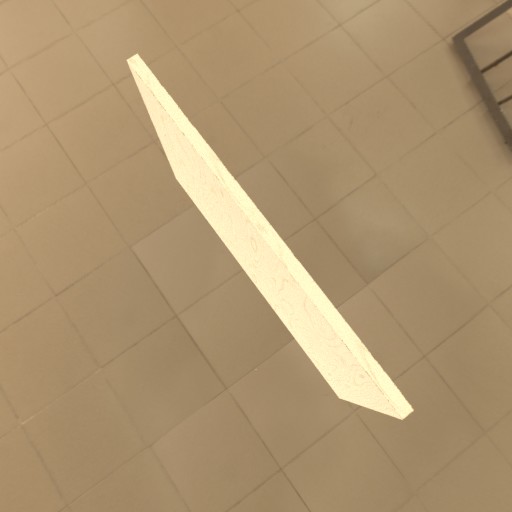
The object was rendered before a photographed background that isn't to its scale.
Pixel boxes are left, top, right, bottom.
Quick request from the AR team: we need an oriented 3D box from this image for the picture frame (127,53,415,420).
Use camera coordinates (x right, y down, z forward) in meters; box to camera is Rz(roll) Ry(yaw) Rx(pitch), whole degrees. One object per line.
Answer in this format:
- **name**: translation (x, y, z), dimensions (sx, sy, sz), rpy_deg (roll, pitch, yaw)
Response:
- **picture frame**: translation (0.000, 0.000, 1.218), dimensions (0.029, 0.640, 0.950), rpy_deg (-35, 78, -8)
